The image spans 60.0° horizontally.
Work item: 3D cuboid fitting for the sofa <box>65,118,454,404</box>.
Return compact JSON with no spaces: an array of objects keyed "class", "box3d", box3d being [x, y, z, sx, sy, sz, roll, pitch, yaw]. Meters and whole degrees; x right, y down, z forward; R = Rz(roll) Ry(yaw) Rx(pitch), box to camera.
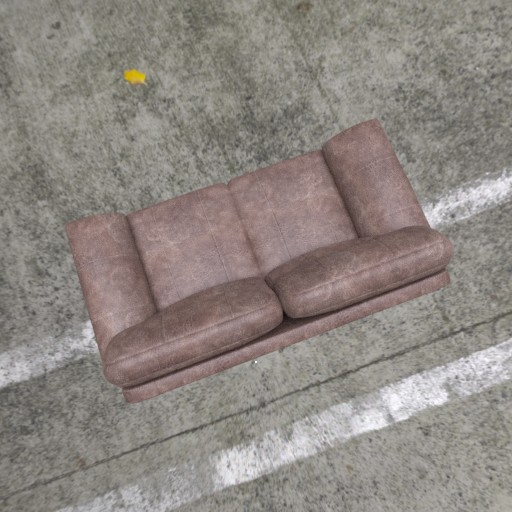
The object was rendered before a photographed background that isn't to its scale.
[{"class":"sofa","box3d":[0.000,0.000,2.330,1.753,0.991,0.991,-20,77,-5]}]
